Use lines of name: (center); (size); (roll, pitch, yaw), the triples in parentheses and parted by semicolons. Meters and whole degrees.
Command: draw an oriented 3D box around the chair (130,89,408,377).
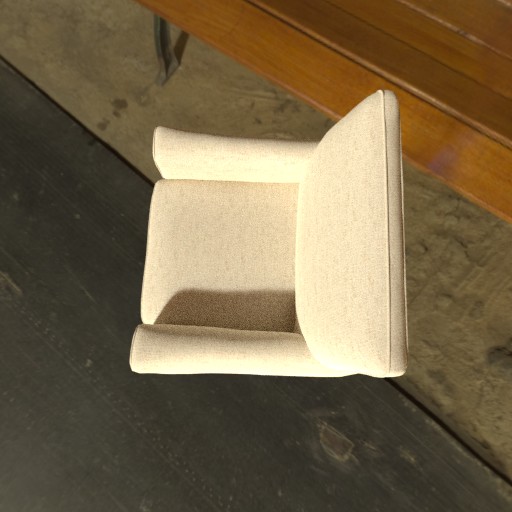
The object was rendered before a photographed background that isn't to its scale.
chair: (0.000, 0.000, 1.653); (0.823, 0.943, 0.870); (2, 77, 1)
